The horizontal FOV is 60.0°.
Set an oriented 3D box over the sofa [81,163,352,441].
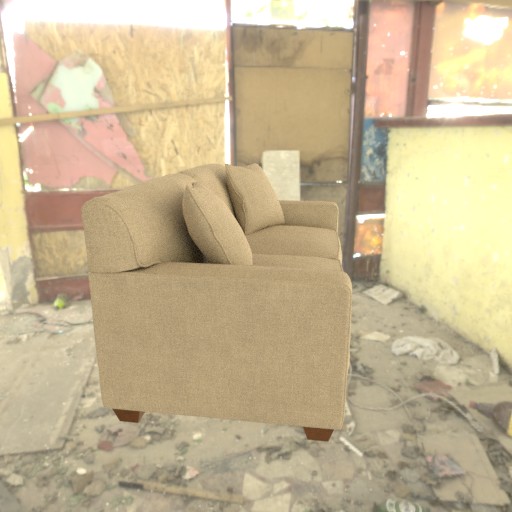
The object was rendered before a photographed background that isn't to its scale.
[{"bbox_3d":[0.000,0.000,2.456,0.998,0.958,1.846,2,16,8],"label":"sofa"}]
